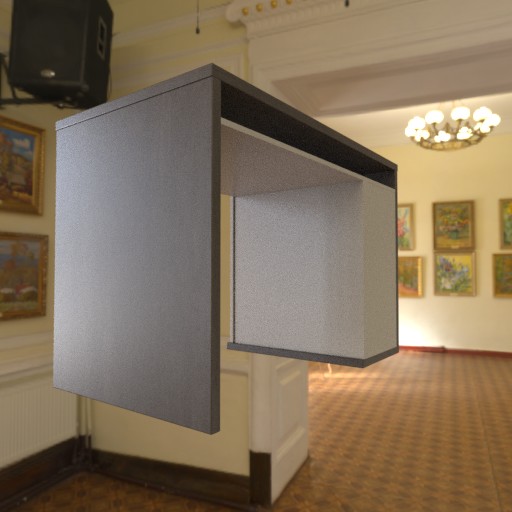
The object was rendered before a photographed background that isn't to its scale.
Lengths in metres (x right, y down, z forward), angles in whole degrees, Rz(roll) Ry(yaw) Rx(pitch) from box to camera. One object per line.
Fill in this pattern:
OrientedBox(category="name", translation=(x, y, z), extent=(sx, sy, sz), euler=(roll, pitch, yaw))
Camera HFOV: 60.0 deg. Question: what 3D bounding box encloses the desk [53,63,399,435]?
OrientedBox(category="desk", translation=(0.000, 0.000, 1.509), extent=(0.600, 0.750, 1.100), euler=(-1, -2, 37))
